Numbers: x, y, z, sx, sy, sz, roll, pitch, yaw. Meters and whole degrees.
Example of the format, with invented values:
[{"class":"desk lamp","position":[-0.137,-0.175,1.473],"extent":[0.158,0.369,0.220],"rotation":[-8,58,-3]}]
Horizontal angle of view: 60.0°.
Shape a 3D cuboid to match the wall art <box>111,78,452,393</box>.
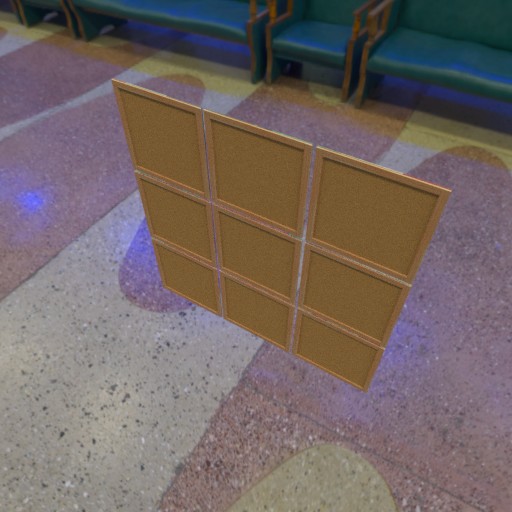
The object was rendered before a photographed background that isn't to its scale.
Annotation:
[{"class":"wall art","position":[0.000,0.000,2.302],"extent":[1.521,1.519,0.013],"rotation":[24,52,20]}]
